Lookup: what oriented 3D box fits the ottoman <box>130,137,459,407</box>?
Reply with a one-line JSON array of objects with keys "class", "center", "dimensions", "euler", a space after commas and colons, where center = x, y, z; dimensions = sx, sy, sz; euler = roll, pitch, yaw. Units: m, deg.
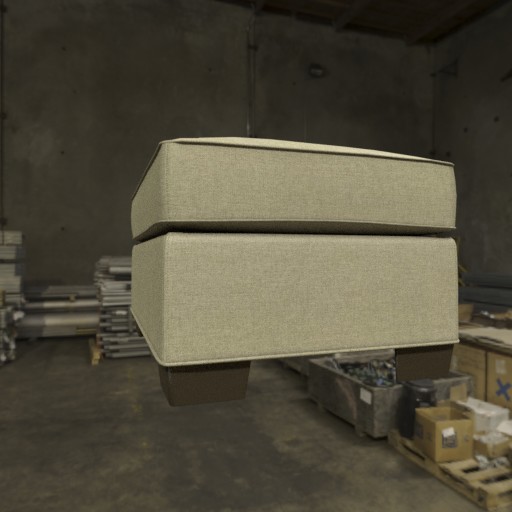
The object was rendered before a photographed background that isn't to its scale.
[{"class": "ottoman", "center": [0.000, 0.000, 1.210], "dimensions": [0.619, 0.504, 0.843], "euler": [0, 0, -19]}]
